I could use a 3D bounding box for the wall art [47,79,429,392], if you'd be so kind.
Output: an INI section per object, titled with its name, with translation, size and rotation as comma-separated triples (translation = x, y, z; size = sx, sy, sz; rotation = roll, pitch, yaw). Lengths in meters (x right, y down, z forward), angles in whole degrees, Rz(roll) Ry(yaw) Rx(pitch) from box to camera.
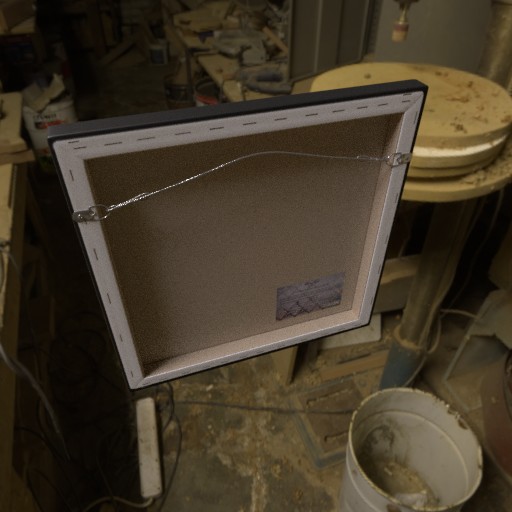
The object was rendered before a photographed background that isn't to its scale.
[wall art]
translation = 0.000, 0.000, 0.880
size = 0.610, 0.611, 0.043
rotation = -12, 42, -14
